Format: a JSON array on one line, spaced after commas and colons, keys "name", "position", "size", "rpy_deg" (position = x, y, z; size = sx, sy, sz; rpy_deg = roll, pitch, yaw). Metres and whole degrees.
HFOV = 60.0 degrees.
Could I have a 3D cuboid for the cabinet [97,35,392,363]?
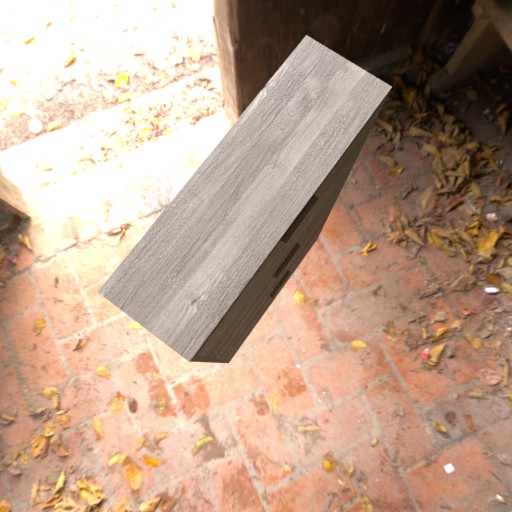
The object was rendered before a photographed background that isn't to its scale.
[{"name": "cabinet", "position": [0.000, 0.000, 1.572], "size": [0.250, 1.280, 0.750], "rpy_deg": [35, 79, 8]}]
